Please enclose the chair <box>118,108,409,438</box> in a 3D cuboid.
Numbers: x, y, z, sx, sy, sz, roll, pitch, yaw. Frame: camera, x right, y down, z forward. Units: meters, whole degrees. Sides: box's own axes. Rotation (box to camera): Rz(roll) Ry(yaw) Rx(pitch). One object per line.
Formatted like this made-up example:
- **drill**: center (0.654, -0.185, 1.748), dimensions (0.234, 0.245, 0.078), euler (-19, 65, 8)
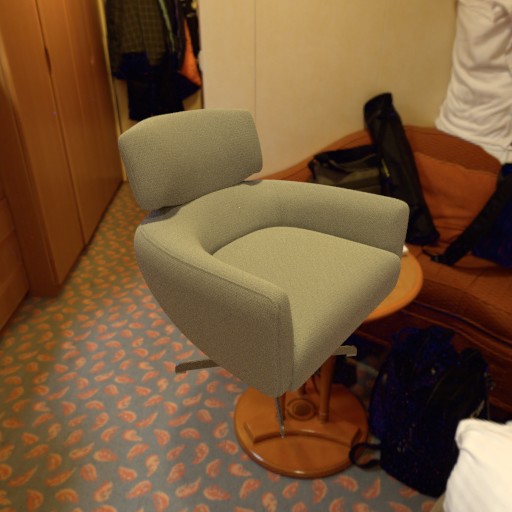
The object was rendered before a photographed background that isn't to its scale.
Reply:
- **chair**: center (0.000, 0.000, 1.399), dimensions (0.730, 0.810, 0.760), euler (19, 32, 33)
